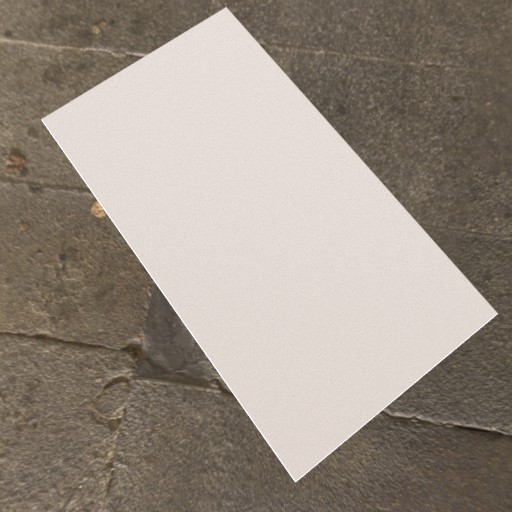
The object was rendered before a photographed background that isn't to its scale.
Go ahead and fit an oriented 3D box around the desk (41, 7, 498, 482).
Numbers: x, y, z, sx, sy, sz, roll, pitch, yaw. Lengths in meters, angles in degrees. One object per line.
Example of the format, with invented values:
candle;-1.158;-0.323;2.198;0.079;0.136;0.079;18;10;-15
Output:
desk;0.000;0.000;1.264;0.498;0.729;0.900;-36;78;-9
